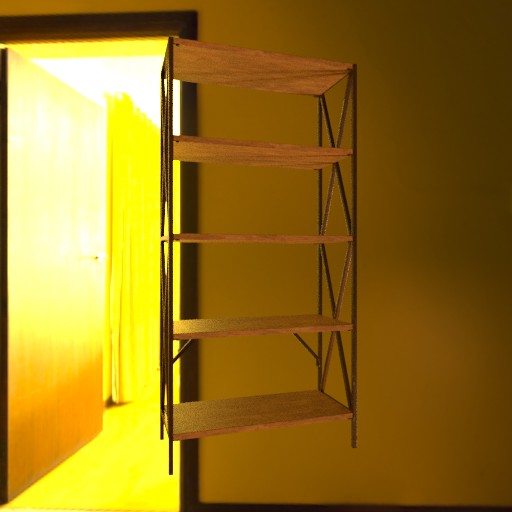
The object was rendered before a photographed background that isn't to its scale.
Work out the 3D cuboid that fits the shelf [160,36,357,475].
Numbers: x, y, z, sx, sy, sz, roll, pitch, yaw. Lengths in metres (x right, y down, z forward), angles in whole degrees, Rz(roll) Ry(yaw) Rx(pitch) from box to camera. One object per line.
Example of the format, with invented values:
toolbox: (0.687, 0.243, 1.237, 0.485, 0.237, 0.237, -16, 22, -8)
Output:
shelf: (0.000, 0.000, 2.136, 0.874, 1.803, 0.386, 0, 0, -18)
